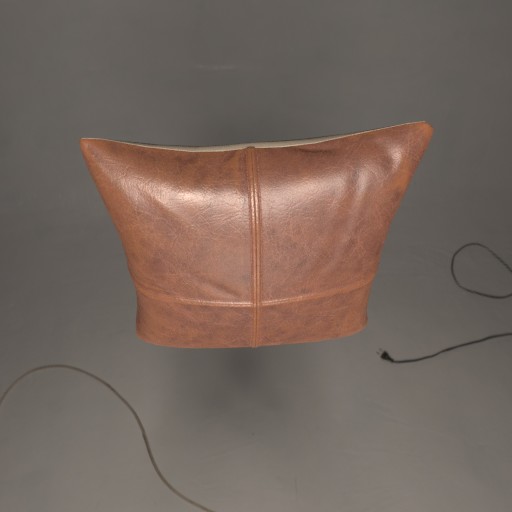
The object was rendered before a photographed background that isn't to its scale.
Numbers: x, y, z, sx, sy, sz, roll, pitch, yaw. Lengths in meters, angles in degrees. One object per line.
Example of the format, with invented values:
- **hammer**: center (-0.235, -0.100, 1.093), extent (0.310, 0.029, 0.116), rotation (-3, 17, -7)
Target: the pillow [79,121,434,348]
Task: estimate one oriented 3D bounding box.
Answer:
- **pillow**: center (0.000, 0.000, 0.744), extent (0.484, 0.470, 0.192), rotation (-3, 47, -3)
